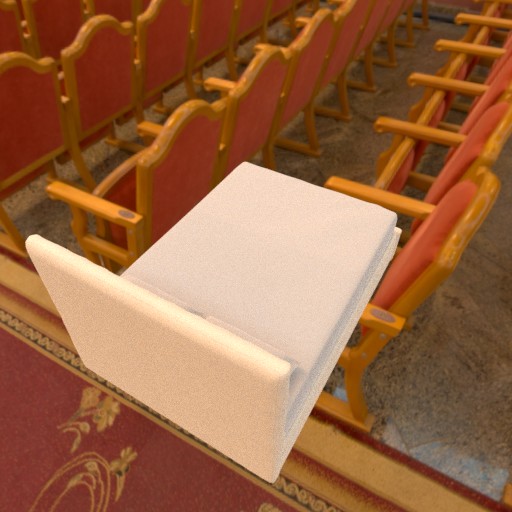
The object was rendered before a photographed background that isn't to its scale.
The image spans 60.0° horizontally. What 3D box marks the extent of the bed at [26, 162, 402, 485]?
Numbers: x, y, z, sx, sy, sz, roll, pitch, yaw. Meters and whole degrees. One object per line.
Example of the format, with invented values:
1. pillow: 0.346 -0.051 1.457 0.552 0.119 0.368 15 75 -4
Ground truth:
1. bed: 0.000 0.000 3.406 1.698 1.427 2.387 23 50 21
